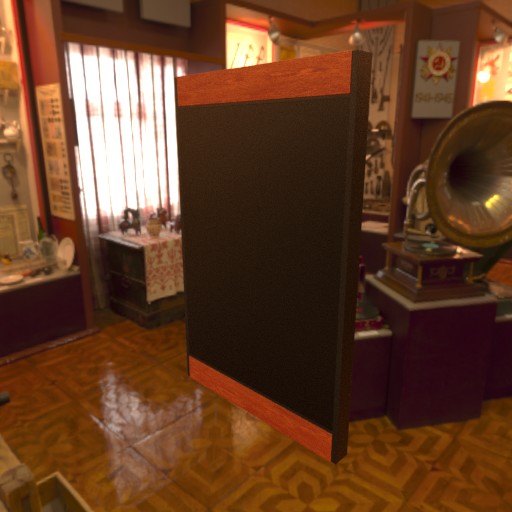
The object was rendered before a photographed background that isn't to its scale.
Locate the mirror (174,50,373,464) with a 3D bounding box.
[{"bbox_3d":[0.000,0.000,1.040,0.525,0.823,0.047,14,21,43],"label":"mirror"}]
